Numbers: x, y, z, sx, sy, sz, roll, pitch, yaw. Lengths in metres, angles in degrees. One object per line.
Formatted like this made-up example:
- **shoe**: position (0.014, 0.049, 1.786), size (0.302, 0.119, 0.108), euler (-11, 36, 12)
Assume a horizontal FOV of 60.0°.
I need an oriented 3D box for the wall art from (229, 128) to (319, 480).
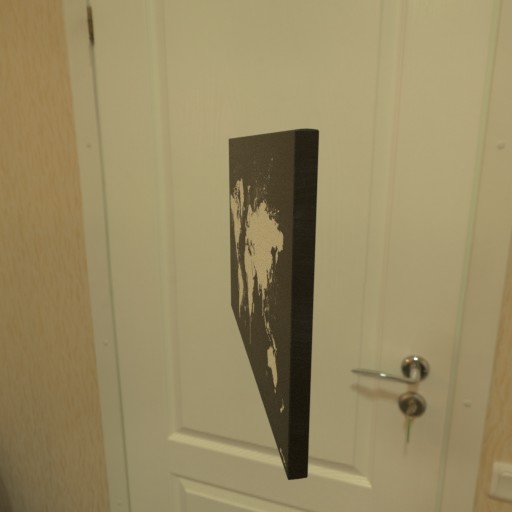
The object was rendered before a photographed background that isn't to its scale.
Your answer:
- **wall art**: position (0.000, 0.000, 1.164), size (0.038, 0.612, 0.912), euler (-2, 14, -9)
